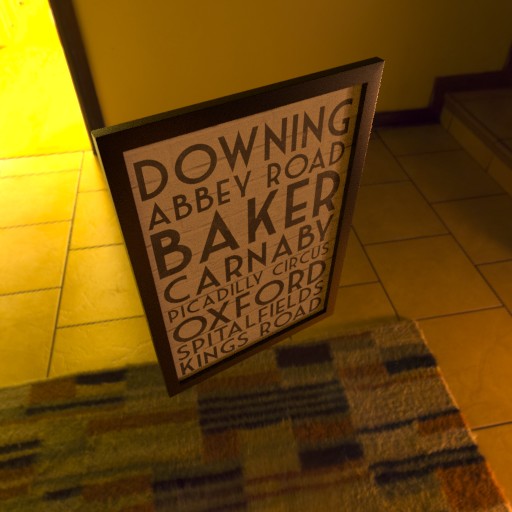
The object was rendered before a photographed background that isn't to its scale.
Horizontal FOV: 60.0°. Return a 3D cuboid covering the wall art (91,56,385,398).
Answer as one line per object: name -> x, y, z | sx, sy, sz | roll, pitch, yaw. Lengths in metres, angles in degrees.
wall art -> 0.000, 0.000, 0.563 | 0.304, 0.432, 0.013 | -23, 49, -21
